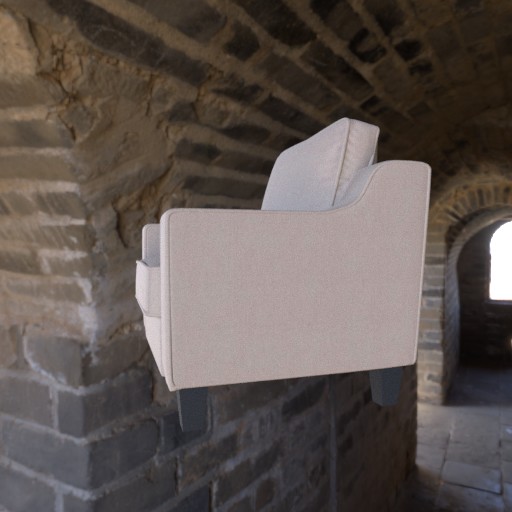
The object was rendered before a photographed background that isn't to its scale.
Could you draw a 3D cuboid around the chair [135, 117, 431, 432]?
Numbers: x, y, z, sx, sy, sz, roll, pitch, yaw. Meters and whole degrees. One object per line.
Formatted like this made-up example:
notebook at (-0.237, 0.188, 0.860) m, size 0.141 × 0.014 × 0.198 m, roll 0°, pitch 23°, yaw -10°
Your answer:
chair at (0.000, 0.000, 1.711) m, size 0.882 × 0.948 × 0.922 m, roll 0°, pitch 1°, yaw -18°
